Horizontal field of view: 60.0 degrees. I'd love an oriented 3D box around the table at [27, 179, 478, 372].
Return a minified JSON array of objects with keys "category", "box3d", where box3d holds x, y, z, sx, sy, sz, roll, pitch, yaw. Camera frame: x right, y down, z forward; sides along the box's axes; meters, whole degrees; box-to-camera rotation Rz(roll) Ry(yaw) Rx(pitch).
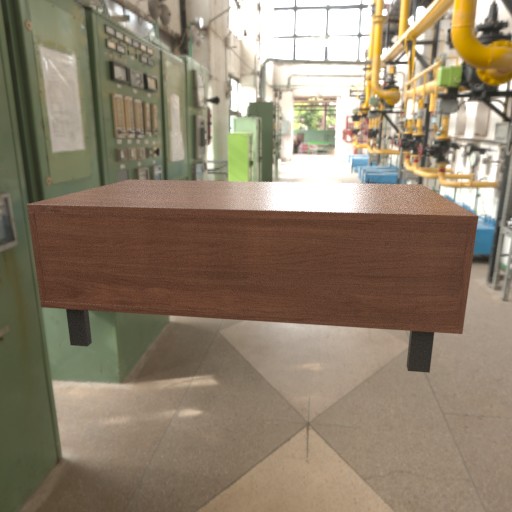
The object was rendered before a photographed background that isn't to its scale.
[{"category":"table","box3d":[0.000,0.000,1.324,1.020,0.380,0.600,2,16,8]}]
